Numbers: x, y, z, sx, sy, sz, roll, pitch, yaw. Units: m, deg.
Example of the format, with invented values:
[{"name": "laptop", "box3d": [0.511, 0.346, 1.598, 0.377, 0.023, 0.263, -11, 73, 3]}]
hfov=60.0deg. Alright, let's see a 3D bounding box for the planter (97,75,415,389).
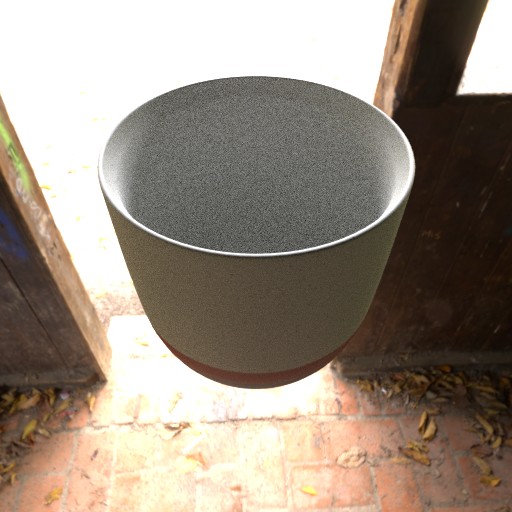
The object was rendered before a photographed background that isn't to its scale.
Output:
[{"name": "planter", "box3d": [0.000, 0.000, 0.369, 0.204, 0.214, 0.204, 0, 47, 0]}]
